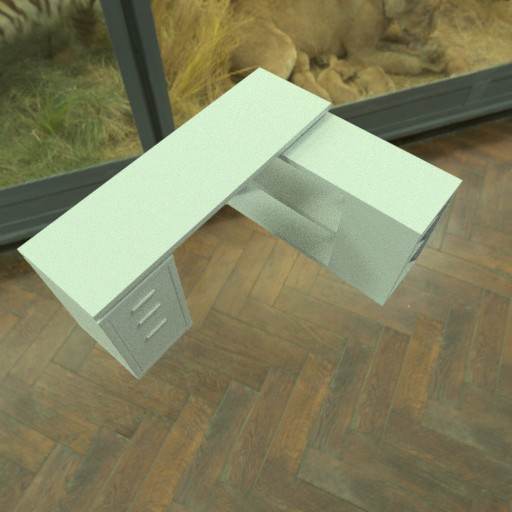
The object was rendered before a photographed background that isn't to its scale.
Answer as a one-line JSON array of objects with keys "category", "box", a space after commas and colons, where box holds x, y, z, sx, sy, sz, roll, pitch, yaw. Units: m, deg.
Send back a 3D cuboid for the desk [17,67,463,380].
[{"category": "desk", "box": [0.000, 0.000, 2.184, 1.200, 0.753, 1.524, 35, 64, 20]}]
